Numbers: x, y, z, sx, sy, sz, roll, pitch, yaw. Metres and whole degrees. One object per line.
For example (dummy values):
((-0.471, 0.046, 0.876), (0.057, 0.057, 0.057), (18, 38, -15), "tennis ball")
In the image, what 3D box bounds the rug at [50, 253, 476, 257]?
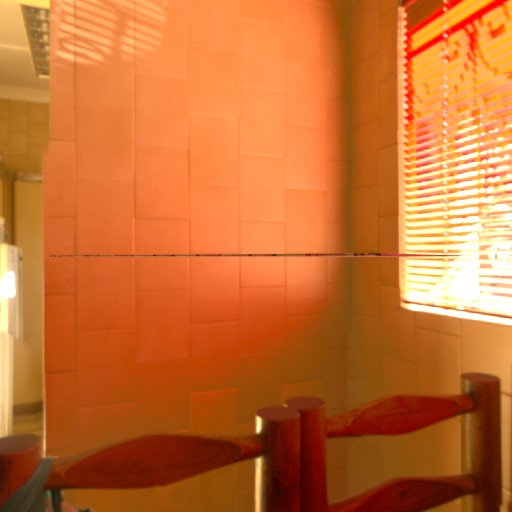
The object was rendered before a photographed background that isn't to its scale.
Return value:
((0.000, 0.000, 2.268), (1.817, 0.008, 1.223), (0, 0, 38), "rug")
